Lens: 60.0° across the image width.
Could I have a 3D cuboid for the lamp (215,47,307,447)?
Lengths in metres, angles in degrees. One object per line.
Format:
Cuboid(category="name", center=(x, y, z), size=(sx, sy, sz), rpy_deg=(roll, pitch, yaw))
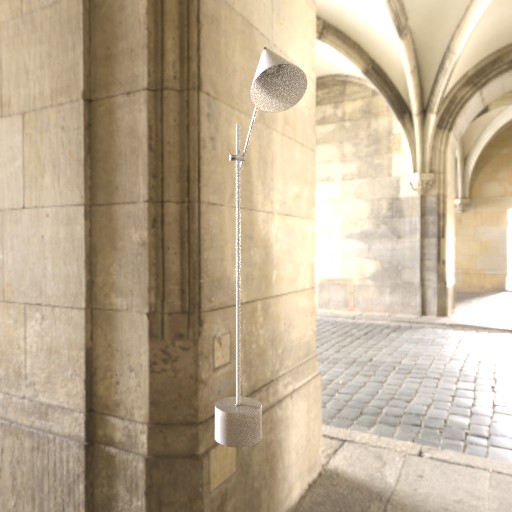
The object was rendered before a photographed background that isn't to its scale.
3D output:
Cuboid(category="lamp", center=(0.000, 0.000, 1.585), size=(0.223, 1.430, 0.508), rpy_deg=(0, 1, -19))
